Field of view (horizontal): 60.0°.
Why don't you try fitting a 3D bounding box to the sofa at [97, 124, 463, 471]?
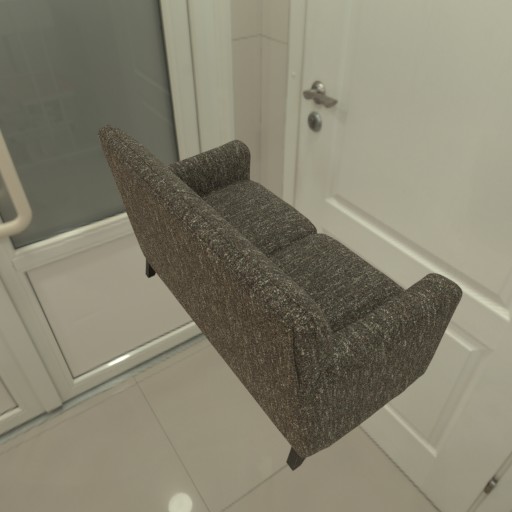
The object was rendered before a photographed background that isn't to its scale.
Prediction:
[{"bbox_3d":[0.000,0.000,2.006,0.801,0.946,1.519,-24,45,-26],"label":"sofa"}]
